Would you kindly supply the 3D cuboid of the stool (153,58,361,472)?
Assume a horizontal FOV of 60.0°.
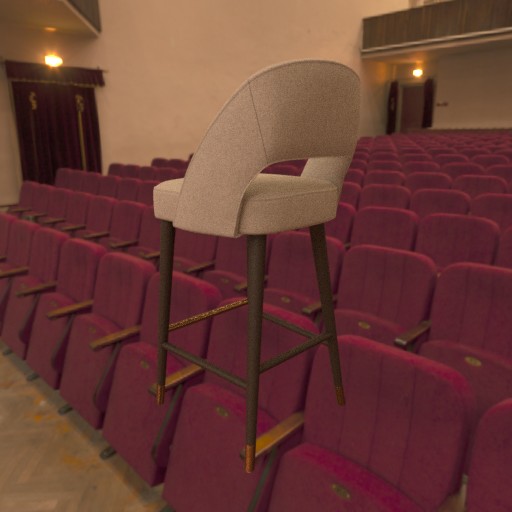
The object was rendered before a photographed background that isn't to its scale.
[{"bbox_3d":[0.000,0.000,1.328,0.494,1.037,0.509,-15,21,-43],"label":"stool"}]
